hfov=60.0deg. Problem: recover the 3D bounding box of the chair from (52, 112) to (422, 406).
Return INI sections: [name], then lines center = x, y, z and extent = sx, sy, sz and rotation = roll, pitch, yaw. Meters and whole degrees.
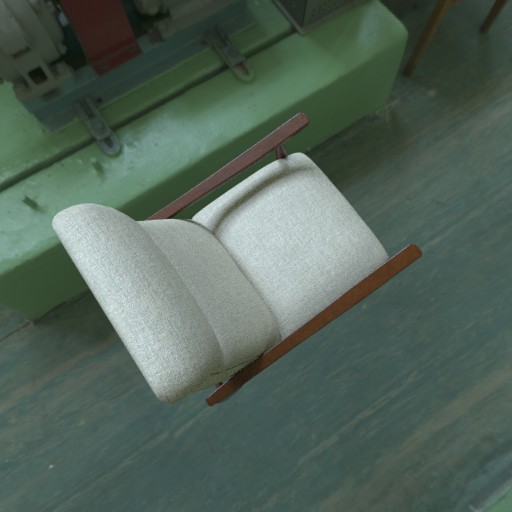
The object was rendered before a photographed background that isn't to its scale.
[chair]
center = 0.000, 0.000, 1.755
extent = 1.014, 1.082, 0.762
rotation = -34, 77, -9
